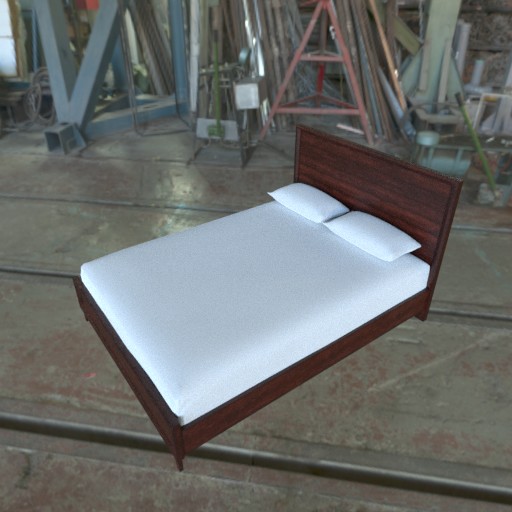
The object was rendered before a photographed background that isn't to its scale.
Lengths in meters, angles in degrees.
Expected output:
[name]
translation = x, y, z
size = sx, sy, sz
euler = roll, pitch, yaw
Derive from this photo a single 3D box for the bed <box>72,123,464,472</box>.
[bed]
translation = 0.000, 0.000, 4.041
size = 2.803, 1.492, 2.040
euler = -21, 38, -30
